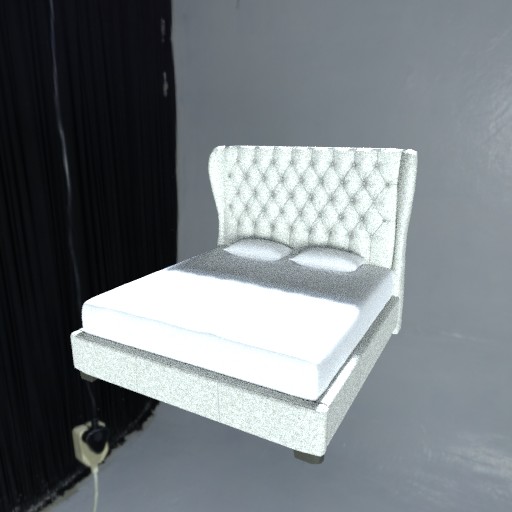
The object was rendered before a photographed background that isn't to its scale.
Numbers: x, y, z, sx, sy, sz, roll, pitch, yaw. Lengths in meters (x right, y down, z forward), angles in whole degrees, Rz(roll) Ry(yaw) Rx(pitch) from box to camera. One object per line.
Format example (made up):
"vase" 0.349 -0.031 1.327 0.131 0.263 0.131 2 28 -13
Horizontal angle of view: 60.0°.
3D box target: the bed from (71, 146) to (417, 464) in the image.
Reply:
"bed" 0.000 0.000 3.850 2.219 1.771 2.347 9 18 28
